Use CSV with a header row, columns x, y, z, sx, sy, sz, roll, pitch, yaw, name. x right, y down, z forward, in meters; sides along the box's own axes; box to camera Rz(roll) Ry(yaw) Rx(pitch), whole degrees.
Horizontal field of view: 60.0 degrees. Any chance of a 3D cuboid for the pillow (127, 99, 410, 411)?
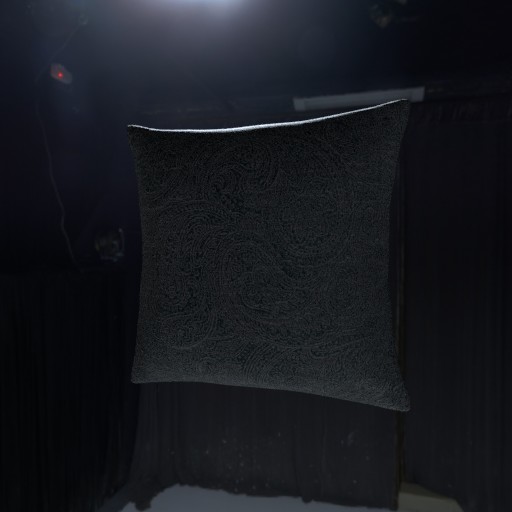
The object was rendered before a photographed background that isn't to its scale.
x,y,z,sx,sy,sz,roll,pitch,yaw,name
0.000,0.000,0.796,0.526,0.507,0.166,0,1,18,pillow
